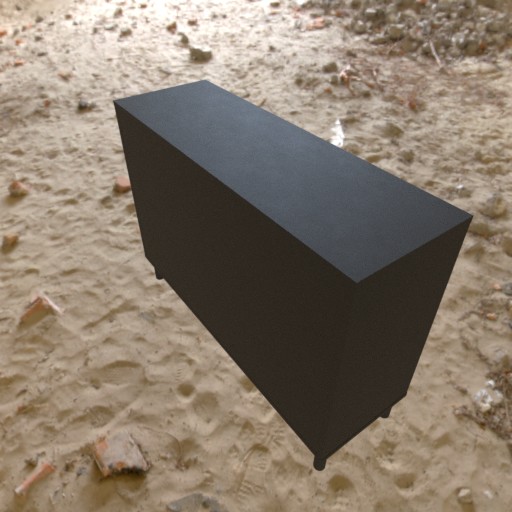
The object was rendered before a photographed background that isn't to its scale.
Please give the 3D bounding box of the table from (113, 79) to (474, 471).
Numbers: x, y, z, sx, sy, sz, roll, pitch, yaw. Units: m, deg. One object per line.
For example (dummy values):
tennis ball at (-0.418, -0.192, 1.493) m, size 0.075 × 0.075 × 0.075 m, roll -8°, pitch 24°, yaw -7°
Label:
table at (0.000, 0.000, 1.591) m, size 0.400 × 0.855 × 1.200 m, roll -25°, pitch 46°, yaw -27°
